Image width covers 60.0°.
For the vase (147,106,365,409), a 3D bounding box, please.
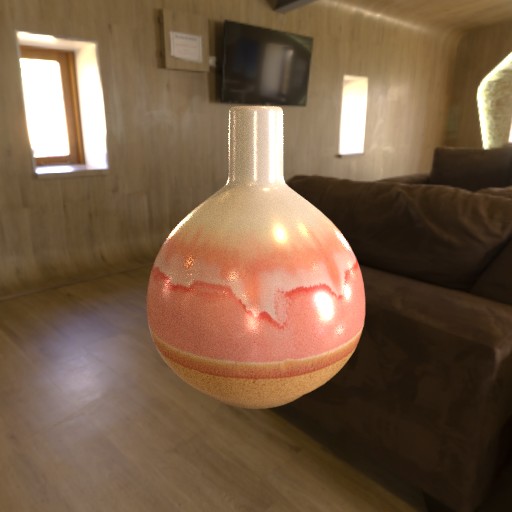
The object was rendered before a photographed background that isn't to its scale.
[{"bbox_3d":[0.000,0.000,0.277,0.137,0.176,0.137,0,16,0],"label":"vase"}]
